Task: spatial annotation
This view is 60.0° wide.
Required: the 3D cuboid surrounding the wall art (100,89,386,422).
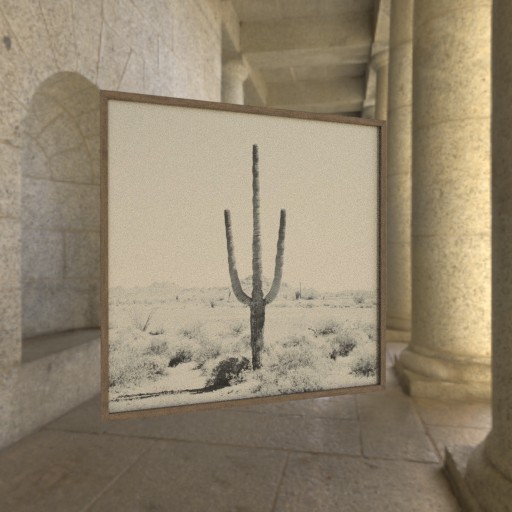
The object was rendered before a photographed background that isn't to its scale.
[{"bbox_3d":[0.000,0.000,1.151,0.762,0.762,0.038,0,0,-18],"label":"wall art"}]
